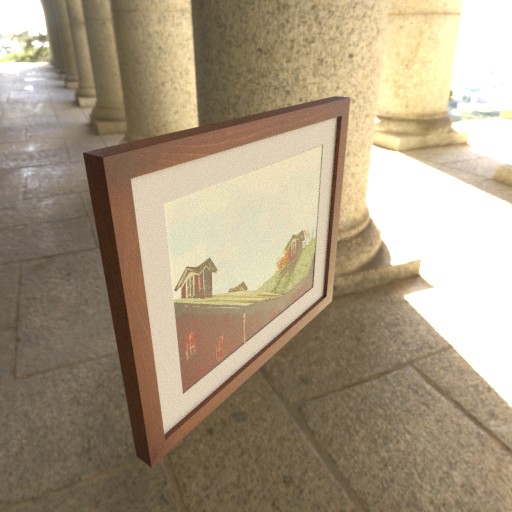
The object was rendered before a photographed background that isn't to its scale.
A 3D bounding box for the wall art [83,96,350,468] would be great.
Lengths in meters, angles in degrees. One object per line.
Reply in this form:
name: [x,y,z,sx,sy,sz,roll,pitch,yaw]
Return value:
wall art: [0.000,0.000,0.753,0.033,0.457,0.558,18,32,32]
